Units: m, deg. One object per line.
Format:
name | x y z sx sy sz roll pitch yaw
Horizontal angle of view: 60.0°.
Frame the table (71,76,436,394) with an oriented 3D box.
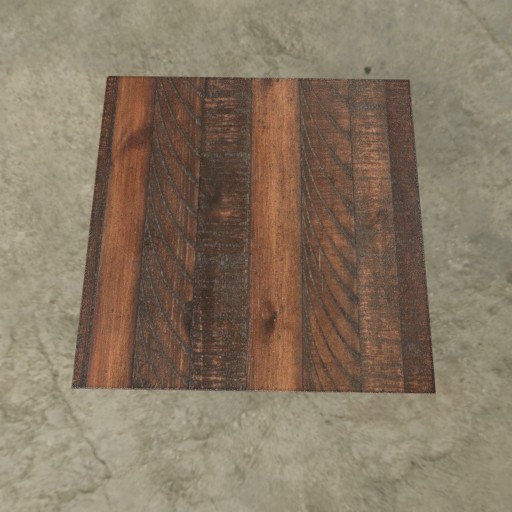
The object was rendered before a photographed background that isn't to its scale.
table | 0.000 0.000 0.973 0.553 0.482 0.548 1 76 0
